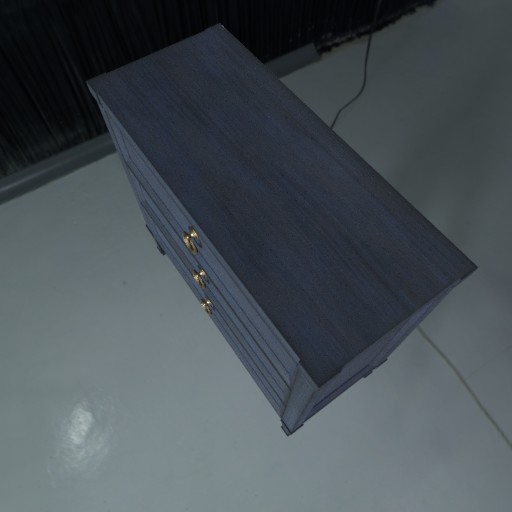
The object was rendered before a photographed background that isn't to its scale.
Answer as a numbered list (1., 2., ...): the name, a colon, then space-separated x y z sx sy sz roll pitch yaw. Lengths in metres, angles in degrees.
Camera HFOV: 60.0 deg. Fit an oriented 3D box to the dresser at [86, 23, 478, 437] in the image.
1. dresser: 0.000 0.000 1.552 0.463 0.986 1.049 -32 66 -16
